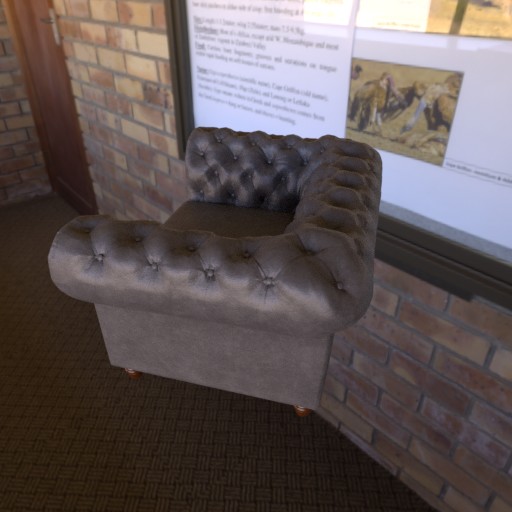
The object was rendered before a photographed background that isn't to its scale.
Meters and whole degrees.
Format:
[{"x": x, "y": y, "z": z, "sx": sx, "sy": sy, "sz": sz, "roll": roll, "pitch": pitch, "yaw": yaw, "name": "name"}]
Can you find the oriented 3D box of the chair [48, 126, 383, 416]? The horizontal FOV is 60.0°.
[{"x": 0.000, "y": 0.000, "z": 1.865, "sx": 0.943, "sy": 0.780, "sz": 1.298, "roll": 8, "pitch": 33, "yaw": 13, "name": "chair"}]
